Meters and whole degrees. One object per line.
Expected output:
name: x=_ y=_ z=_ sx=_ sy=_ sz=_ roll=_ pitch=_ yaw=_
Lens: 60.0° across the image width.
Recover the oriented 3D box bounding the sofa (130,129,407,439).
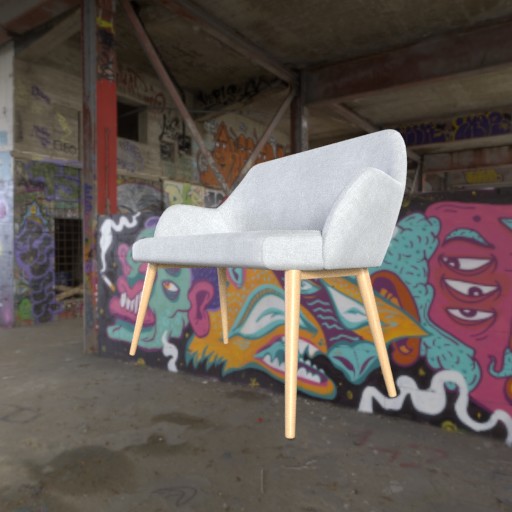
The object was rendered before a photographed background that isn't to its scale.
sofa: x=0.000 y=0.000 z=1.599 sx=0.610 sy=0.840 sz=1.150 roll=0 pitch=1 yaw=-36
